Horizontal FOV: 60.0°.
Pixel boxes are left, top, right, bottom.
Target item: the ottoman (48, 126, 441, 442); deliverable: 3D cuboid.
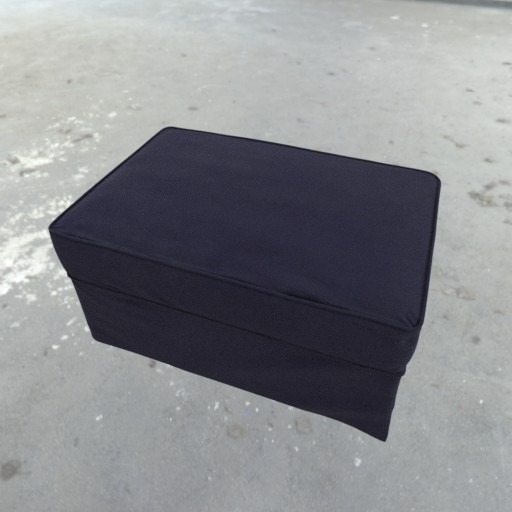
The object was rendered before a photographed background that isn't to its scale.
[{"bbox_3d":[0.000,0.000,1.315,0.938,0.503,0.637,14,44,15],"label":"ottoman"}]
